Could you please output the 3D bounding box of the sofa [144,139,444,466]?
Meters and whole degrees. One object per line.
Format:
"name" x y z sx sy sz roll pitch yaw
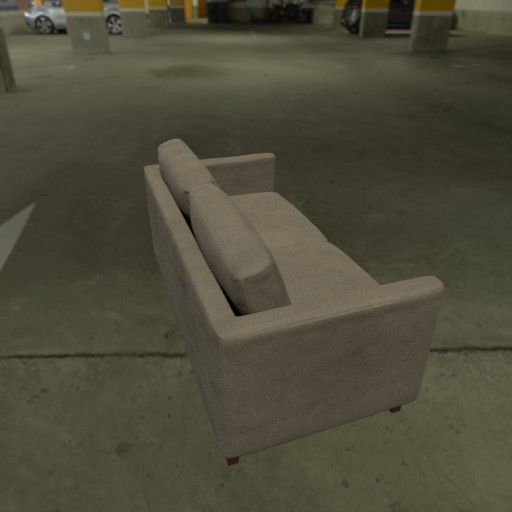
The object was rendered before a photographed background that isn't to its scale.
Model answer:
"sofa" 0.000 0.000 2.463 0.950 0.963 1.884 -10 31 -17
